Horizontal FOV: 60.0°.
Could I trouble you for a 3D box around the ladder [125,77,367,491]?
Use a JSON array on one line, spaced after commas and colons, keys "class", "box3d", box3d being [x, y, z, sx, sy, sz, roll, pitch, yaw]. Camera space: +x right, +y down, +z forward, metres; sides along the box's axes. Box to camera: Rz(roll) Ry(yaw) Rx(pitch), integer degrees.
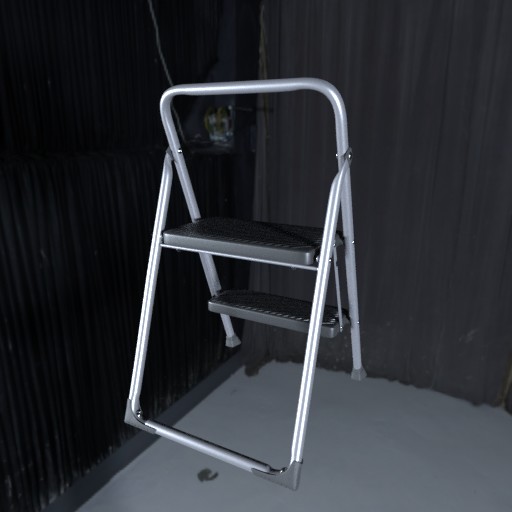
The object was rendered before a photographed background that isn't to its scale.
[{"class": "ladder", "box3d": [0.000, 0.000, 0.992, 0.430, 0.720, 0.472, 9, 18, 27]}]
